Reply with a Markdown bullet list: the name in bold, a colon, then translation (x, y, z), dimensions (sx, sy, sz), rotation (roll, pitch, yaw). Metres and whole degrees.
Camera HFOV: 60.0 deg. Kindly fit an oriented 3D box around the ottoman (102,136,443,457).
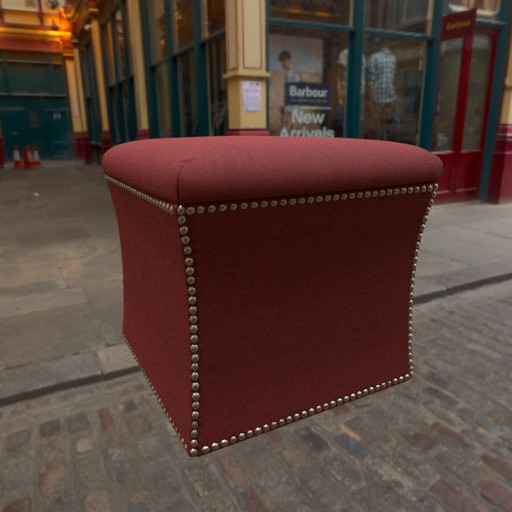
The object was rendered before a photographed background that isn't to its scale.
- **ottoman**: translation (0.000, 0.000, 0.910), dimensions (0.507, 0.475, 0.497), rotation (-9, 19, -27)
